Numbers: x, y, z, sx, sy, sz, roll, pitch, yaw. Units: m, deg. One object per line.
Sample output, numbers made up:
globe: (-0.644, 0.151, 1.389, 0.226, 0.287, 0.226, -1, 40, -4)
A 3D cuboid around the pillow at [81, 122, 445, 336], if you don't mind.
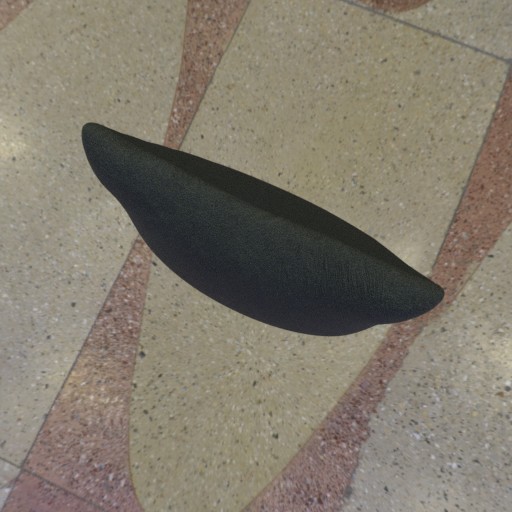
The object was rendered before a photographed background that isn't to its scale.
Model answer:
pillow: (0.000, 0.000, 0.806, 0.533, 0.523, 0.210, 25, 79, 5)
